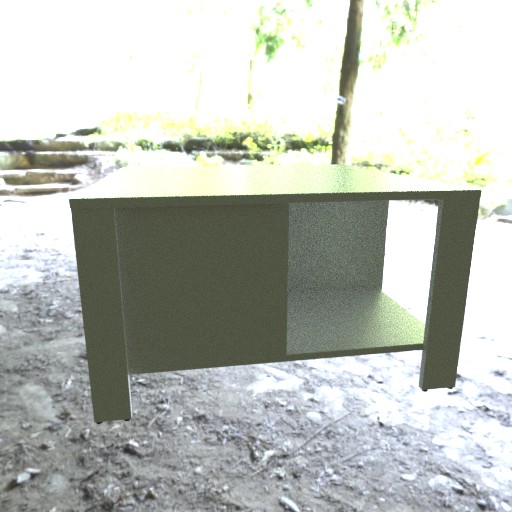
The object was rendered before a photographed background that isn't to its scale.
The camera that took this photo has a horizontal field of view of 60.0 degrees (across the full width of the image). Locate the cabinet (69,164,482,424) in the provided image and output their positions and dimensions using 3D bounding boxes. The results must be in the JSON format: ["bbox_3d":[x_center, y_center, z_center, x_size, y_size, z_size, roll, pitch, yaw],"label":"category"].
[{"bbox_3d":[0.000,0.000,1.280,0.800,0.460,0.800,-3,16,-9],"label":"cabinet"}]
